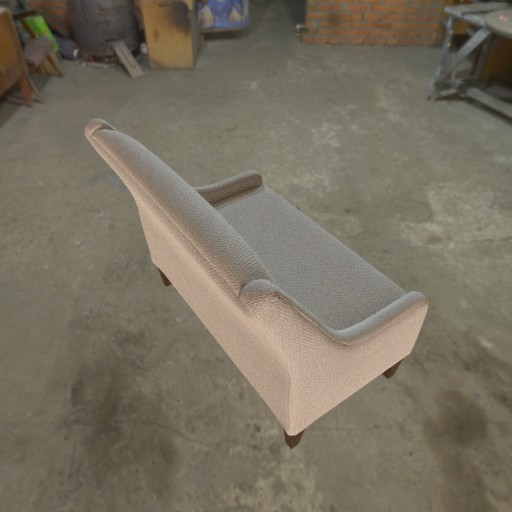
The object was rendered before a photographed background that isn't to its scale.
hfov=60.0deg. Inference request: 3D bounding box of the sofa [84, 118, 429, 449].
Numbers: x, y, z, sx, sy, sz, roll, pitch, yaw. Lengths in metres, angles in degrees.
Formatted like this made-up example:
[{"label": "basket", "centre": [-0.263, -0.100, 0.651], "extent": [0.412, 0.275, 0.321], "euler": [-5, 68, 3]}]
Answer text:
[{"label": "sofa", "centre": [0.000, 0.000, 1.926], "extent": [0.870, 1.022, 1.242], "euler": [-25, 47, -25]}]
